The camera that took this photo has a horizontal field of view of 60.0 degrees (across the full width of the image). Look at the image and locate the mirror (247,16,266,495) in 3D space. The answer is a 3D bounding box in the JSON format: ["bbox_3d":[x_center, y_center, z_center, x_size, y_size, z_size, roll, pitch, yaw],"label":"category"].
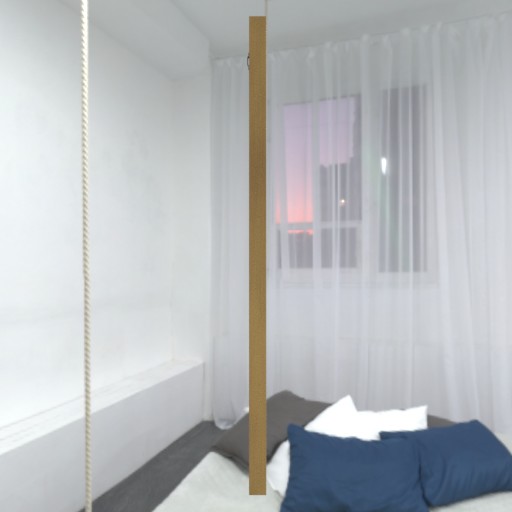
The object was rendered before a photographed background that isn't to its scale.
[{"bbox_3d":[0.000,0.000,1.321,0.041,1.016,0.762,0,0,0],"label":"mirror"}]
